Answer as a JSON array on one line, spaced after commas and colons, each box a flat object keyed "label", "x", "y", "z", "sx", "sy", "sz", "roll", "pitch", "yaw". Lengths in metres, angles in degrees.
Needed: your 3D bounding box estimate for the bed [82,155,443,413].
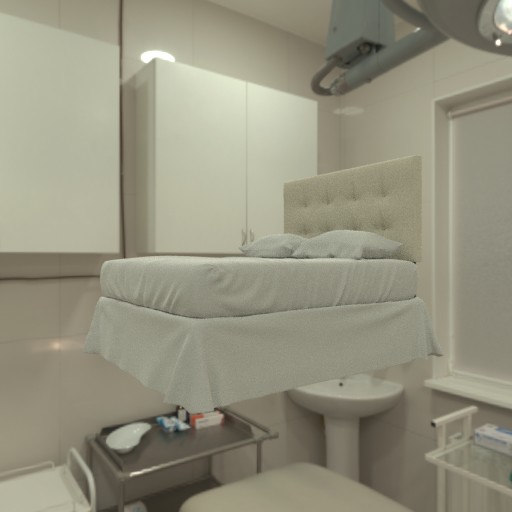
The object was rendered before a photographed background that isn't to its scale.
[{"label": "bed", "x": 0.000, "y": 0.000, "z": 3.518, "sx": 2.222, "sy": 1.577, "sz": 1.936, "roll": 0, "pitch": 0, "yaw": -36}]
